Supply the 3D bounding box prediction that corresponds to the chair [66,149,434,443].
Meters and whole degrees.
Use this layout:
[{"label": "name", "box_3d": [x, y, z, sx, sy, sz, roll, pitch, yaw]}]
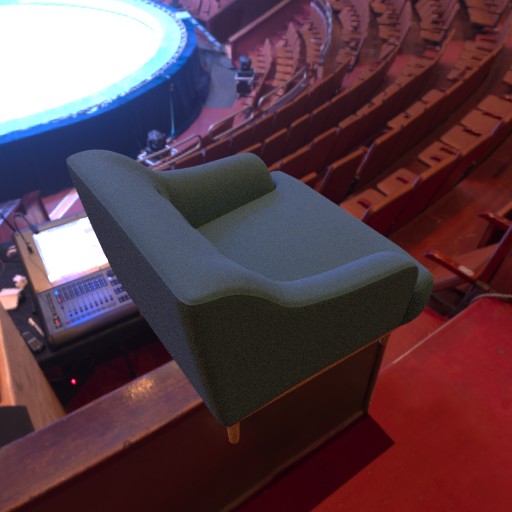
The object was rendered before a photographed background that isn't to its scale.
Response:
[{"label": "chair", "box_3d": [0.000, 0.000, 1.636, 0.951, 0.818, 0.946, -26, 48, -26]}]
